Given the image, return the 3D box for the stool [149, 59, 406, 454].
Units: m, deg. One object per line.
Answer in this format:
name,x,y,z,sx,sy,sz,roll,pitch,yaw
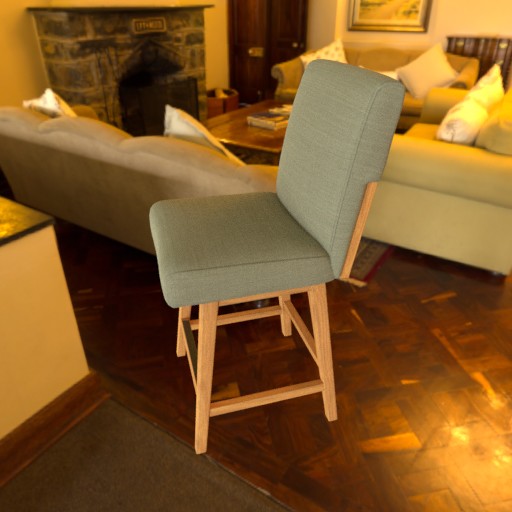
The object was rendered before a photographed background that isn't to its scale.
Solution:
stool,0.000,0.000,1.300,0.570,1.019,0.459,-8,31,-14
